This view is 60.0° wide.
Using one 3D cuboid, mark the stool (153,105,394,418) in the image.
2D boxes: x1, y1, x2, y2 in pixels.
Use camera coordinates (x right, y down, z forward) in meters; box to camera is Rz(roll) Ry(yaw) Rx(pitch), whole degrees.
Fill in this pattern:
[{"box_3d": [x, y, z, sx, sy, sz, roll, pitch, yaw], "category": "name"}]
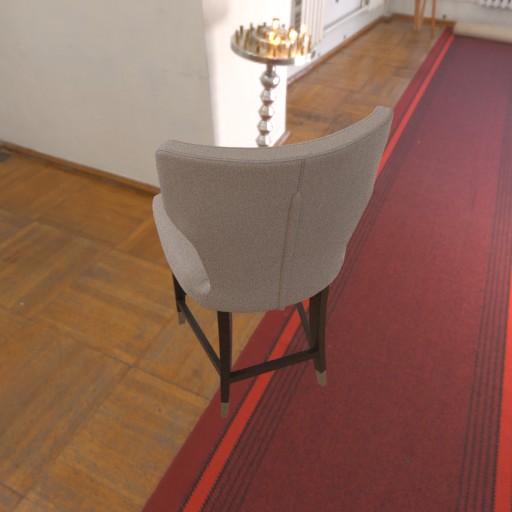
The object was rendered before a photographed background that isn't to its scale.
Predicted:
[{"box_3d": [0.000, 0.000, 1.337, 0.527, 0.982, 0.563, -13, 43, -14], "category": "stool"}]
